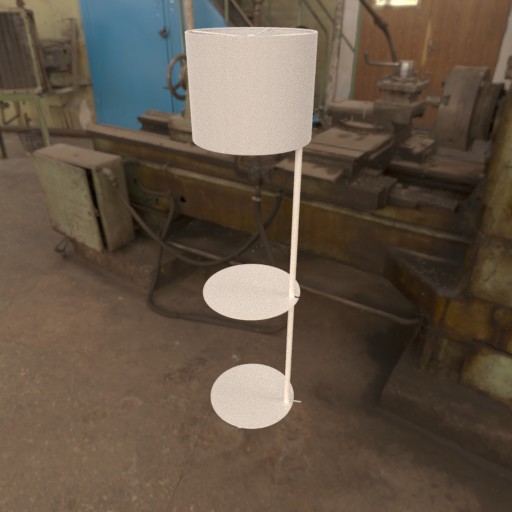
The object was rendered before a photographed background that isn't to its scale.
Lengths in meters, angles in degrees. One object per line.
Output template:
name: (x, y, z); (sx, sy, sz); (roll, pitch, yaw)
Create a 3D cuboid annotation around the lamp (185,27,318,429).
lamp: (0.000, 0.000, 1.616); (0.405, 1.465, 0.372); (8, 31, 14)
